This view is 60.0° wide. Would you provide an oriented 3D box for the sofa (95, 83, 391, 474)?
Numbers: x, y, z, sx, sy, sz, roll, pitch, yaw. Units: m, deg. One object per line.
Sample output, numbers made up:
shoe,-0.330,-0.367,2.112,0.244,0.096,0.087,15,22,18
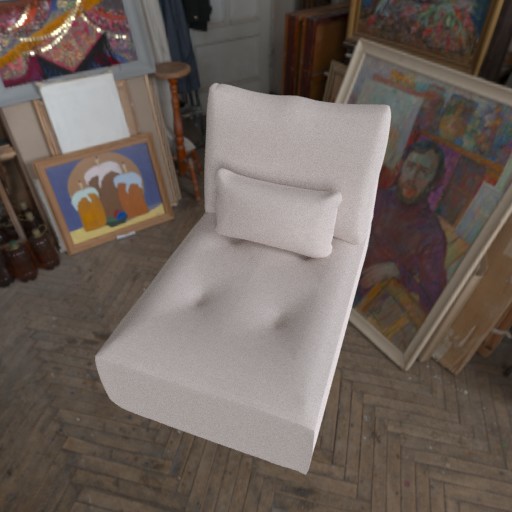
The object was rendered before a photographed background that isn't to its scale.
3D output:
sofa,0.000,0.000,1.541,0.700,0.820,1.000,13,43,15
